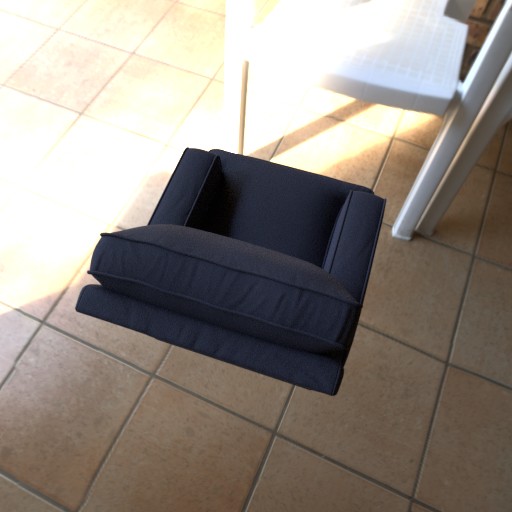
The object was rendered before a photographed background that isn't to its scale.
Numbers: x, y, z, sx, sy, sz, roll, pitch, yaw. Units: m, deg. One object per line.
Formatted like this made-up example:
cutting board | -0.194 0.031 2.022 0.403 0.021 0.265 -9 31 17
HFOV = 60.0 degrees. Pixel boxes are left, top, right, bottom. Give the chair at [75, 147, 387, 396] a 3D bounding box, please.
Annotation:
chair | 0.000 0.000 1.680 0.861 0.962 0.964 16 64 8
